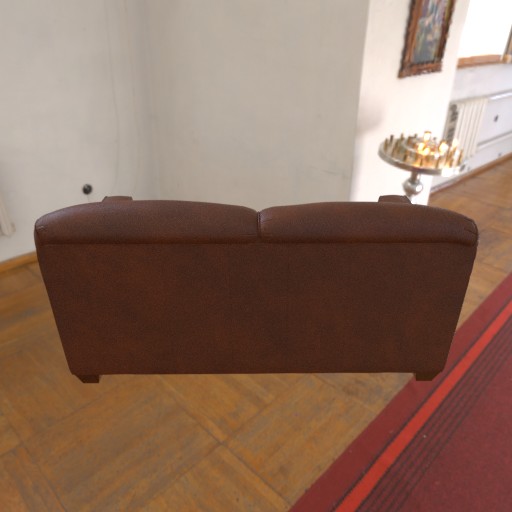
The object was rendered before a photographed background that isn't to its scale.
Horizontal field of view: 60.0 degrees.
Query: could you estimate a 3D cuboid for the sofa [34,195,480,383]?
[{"bbox_3d":[0.000,0.000,2.391,1.856,0.966,1.000,0,30,0],"label":"sofa"}]
